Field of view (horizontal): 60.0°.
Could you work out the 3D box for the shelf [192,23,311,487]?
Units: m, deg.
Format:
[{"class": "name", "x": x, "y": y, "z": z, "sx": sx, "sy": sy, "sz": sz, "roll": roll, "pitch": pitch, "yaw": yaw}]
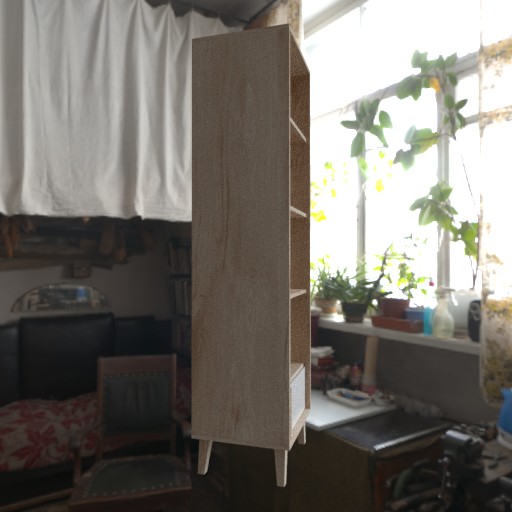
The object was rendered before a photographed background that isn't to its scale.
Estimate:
[{"class": "shelf", "x": 0.000, "y": 0.000, "z": 2.173, "sx": 0.450, "sy": 1.960, "sz": 0.510, "roll": 0, "pitch": 0, "yaw": 17}]
